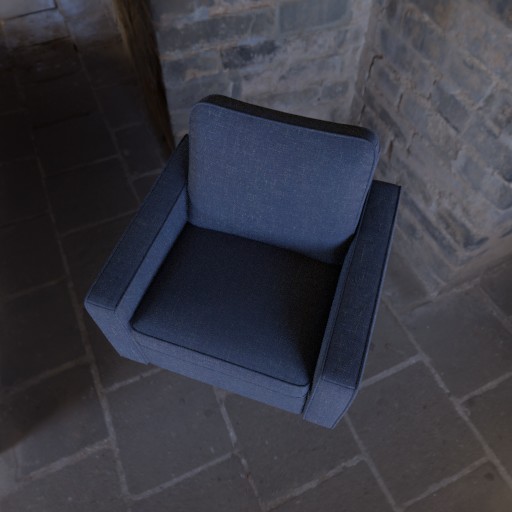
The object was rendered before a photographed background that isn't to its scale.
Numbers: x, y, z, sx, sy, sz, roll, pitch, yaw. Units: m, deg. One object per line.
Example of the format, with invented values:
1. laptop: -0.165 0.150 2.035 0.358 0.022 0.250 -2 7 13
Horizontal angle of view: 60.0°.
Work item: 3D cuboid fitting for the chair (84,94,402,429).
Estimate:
1. chair: 0.000 0.000 1.796 1.017 0.919 0.940 16 59 10
